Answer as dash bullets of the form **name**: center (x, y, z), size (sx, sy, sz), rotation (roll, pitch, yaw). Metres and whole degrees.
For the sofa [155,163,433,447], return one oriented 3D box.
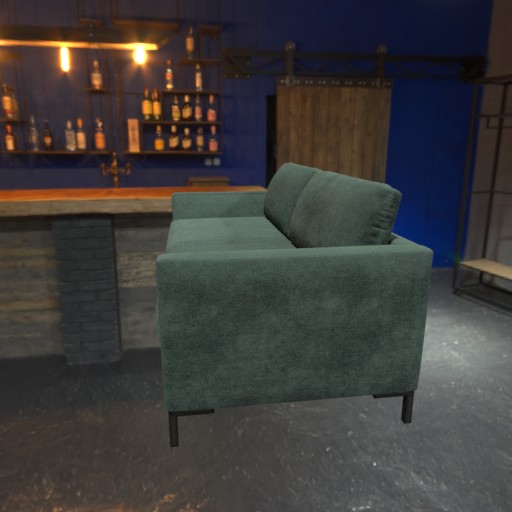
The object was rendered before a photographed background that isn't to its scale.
- **sofa**: center (0.000, 0.000, 2.141), size (0.875, 0.817, 1.676), rotation (-2, 15, -8)
